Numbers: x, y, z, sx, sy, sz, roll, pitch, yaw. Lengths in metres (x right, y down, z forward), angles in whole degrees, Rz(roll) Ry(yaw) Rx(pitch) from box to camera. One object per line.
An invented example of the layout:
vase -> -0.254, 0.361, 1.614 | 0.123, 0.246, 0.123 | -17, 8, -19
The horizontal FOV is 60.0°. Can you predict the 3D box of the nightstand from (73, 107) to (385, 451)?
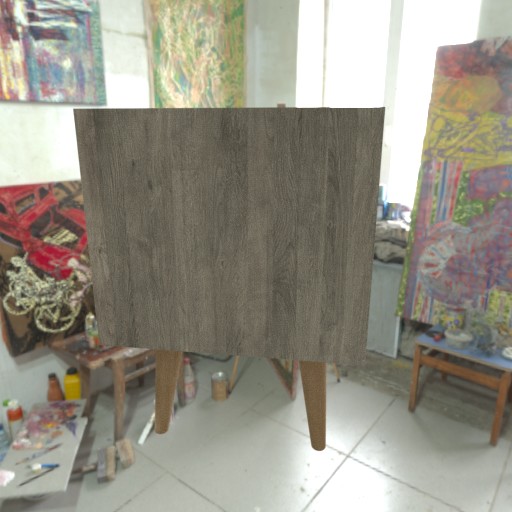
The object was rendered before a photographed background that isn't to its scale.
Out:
nightstand -> 0.000, 0.000, 0.814 | 0.380, 0.500, 0.480 | 2, 17, 8
